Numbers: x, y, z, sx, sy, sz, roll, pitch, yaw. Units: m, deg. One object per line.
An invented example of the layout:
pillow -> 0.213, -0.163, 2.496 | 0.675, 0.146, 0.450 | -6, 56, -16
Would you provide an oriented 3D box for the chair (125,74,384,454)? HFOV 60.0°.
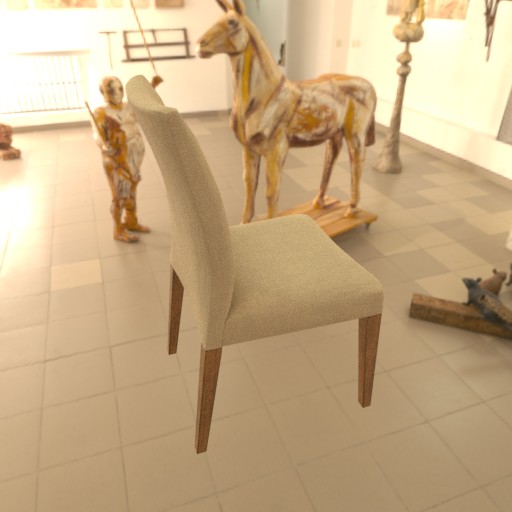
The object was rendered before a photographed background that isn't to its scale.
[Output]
chair -> 0.000, 0.000, 1.265 | 0.585, 0.940, 0.496 | -11, 33, -17
